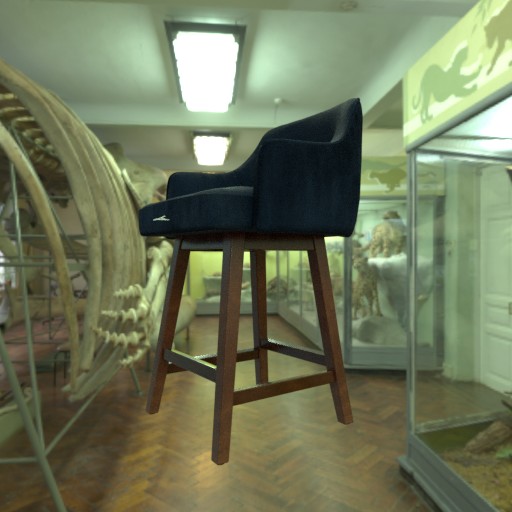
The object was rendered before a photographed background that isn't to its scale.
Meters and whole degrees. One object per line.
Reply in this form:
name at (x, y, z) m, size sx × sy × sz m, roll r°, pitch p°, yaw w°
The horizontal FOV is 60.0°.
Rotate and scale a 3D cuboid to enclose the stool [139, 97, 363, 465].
stool at (0.000, 0.000, 1.306) m, size 0.560 × 0.940 × 0.550 m, roll 0°, pitch 0°, yaw -36°
